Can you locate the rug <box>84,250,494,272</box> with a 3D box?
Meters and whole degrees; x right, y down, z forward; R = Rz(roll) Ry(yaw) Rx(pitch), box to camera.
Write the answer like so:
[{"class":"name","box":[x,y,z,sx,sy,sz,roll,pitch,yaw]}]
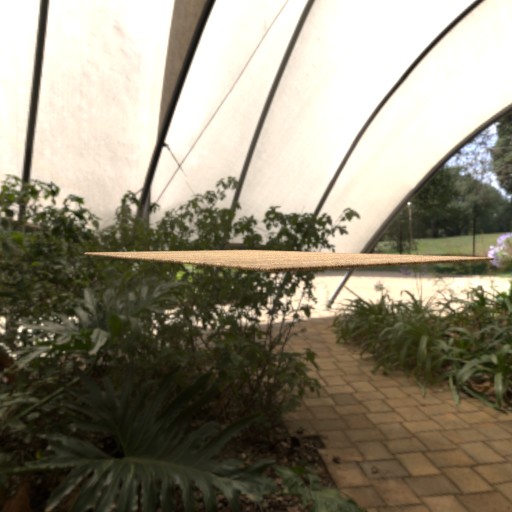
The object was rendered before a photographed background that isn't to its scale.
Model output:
[{"class":"rug","box":[0.000,0.000,2.305,1.243,0.014,1.846,-1,2,-36]}]
